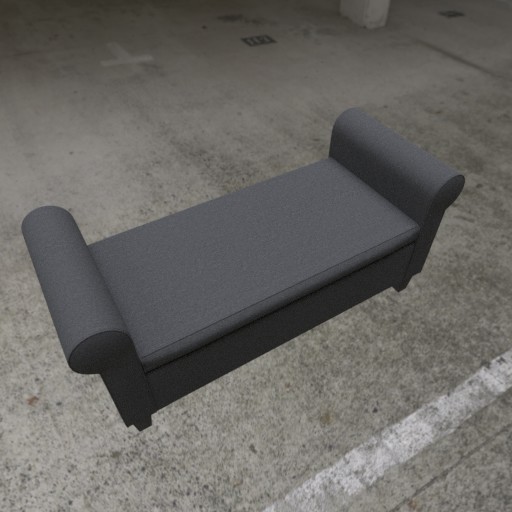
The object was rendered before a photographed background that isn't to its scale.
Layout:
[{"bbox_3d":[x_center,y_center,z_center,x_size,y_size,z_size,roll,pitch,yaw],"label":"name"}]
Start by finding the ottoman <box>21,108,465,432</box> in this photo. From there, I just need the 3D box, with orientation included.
[{"bbox_3d":[0.000,0.000,1.489,1.256,0.547,0.521,-23,50,-21],"label":"ottoman"}]
